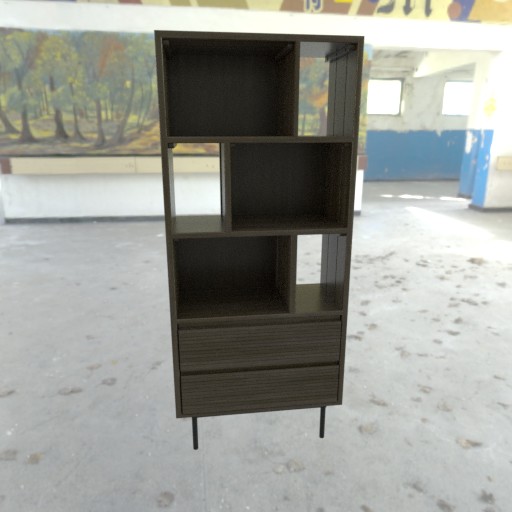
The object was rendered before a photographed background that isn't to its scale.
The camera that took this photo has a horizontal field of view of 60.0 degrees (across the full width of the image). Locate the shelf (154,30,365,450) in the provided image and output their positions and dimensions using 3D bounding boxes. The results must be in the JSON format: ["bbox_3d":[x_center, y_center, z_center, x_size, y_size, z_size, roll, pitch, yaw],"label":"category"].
[{"bbox_3d":[0.000,0.000,1.753,0.670,1.545,0.323,-2,16,-7],"label":"shelf"}]
